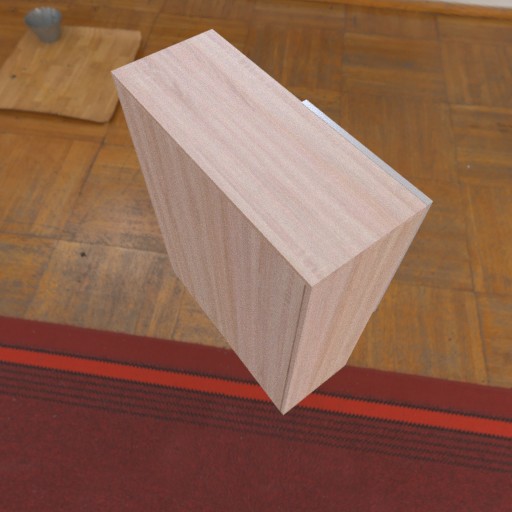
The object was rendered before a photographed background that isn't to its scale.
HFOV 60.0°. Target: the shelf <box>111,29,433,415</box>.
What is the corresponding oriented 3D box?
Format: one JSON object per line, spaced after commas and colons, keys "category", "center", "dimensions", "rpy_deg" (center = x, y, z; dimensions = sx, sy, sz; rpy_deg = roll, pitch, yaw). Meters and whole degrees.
{"category": "shelf", "center": [0.000, 0.000, 1.889], "dimensions": [0.434, 1.405, 0.995], "rpy_deg": [-33, 63, -19]}
